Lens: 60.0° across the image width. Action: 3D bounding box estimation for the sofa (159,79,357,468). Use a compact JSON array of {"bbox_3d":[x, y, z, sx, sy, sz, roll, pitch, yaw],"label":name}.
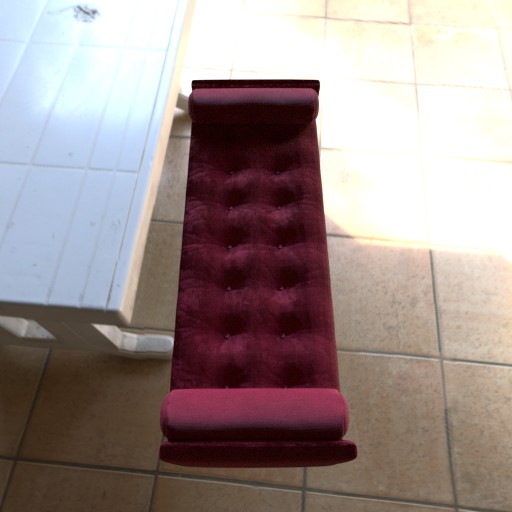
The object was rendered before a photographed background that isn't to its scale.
[{"bbox_3d":[0.000,0.000,2.441,0.796,0.705,2.102,0,63,0],"label":"sofa"}]
